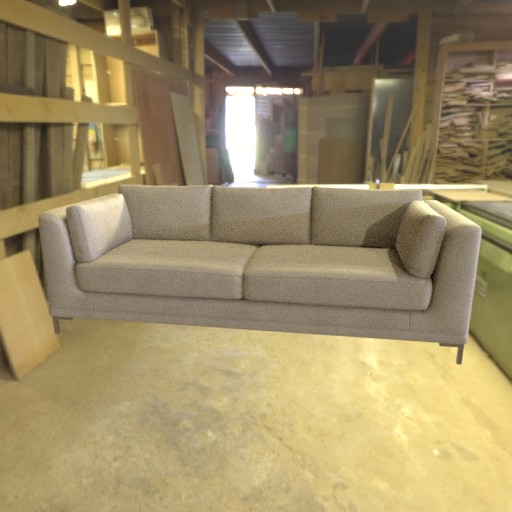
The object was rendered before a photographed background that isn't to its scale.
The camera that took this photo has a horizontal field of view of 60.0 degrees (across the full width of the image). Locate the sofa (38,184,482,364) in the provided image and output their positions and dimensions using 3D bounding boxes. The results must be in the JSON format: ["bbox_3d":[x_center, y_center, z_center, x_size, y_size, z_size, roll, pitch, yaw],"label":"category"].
[{"bbox_3d":[0.000,0.000,2.883,2.415,0.867,0.969,2,15,9],"label":"sofa"}]
